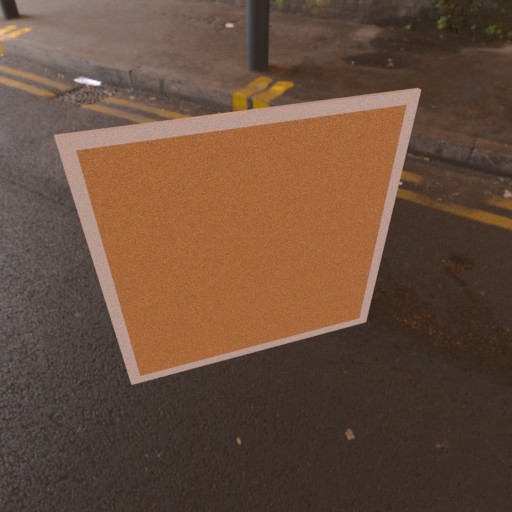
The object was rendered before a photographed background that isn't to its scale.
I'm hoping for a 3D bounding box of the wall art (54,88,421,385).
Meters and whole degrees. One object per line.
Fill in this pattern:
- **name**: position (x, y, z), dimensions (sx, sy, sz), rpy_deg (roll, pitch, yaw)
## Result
- **wall art**: position (0.000, 0.000, 1.206), dimensions (0.812, 0.813, 0.013), rpy_deg (-12, 41, -14)
